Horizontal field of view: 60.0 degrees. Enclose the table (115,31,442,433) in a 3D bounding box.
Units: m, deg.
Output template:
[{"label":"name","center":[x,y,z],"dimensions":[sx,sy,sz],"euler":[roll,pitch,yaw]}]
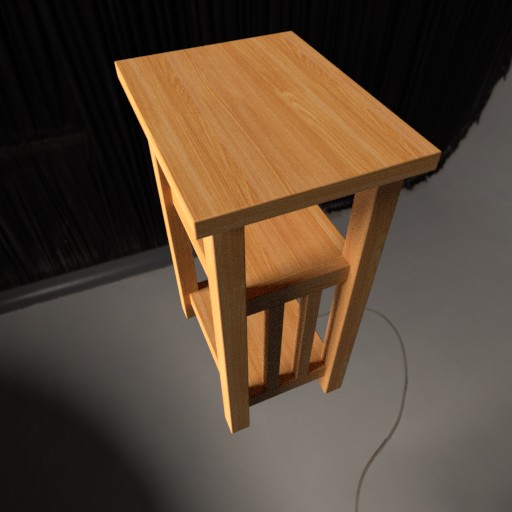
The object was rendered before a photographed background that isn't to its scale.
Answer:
[{"label":"table","center":[0.000,0.000,0.733],"dimensions":[0.270,0.550,0.350],"euler":[-18,50,-16]}]
